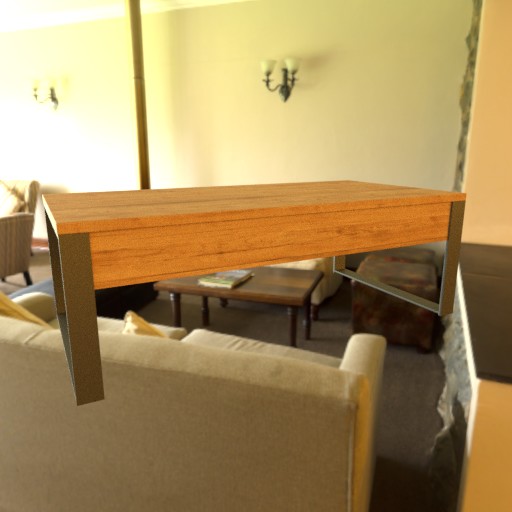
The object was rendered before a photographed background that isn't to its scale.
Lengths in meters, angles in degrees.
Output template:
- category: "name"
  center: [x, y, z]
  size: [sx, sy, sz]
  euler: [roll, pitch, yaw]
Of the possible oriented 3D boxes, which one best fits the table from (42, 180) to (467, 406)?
- category: "table"
  center: [0.000, 0.000, 1.425]
  size: [1.180, 0.400, 0.590]
  euler: [-7, 16, -27]
